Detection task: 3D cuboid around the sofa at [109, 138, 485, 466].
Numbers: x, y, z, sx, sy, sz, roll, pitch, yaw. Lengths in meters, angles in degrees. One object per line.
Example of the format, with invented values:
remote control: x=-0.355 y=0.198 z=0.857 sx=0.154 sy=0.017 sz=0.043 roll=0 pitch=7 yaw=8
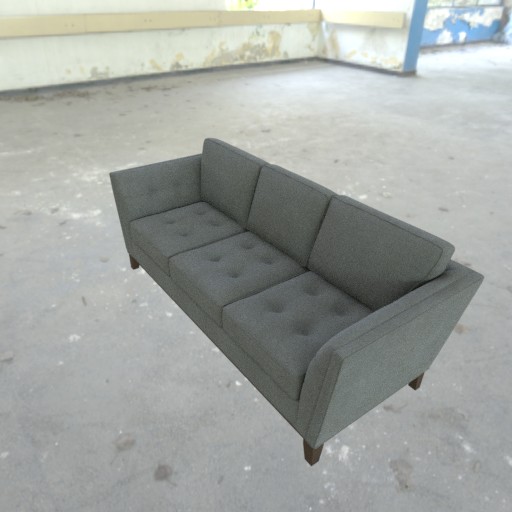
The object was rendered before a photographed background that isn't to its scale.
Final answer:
sofa: x=0.000 y=0.000 z=2.840 sx=0.965 sy=0.940 sz=2.387 roll=-21 pitch=37 yaw=-30
